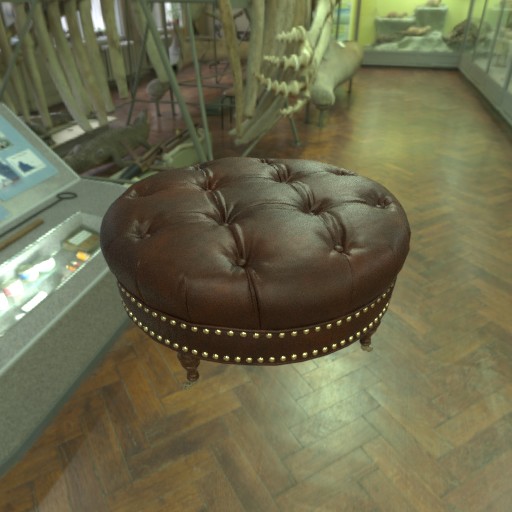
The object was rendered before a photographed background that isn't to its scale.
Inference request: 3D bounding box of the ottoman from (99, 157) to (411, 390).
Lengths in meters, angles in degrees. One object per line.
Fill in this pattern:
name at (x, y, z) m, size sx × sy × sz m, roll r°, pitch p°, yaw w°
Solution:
ottoman at (0.000, 0.000, 1.399) m, size 0.901 × 0.455 × 0.901 m, roll 0°, pitch 31°, yaw 0°
